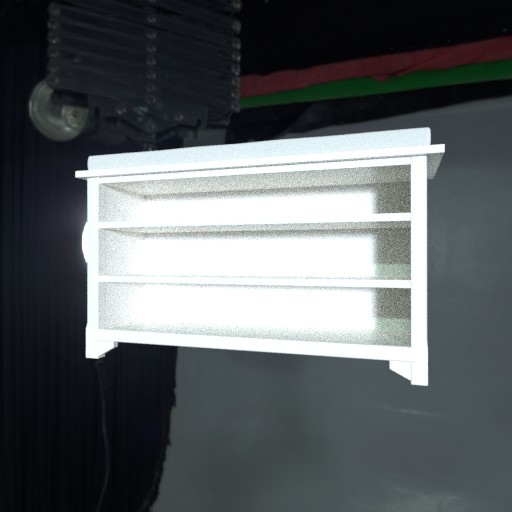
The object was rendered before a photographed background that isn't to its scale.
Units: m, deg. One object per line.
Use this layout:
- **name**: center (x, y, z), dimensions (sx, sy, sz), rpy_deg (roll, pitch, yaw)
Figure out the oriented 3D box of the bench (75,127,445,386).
- **bench**: center (0.000, 0.000, 1.293), dimensions (0.987, 0.589, 0.346), rpy_deg (0, 0, 18)
